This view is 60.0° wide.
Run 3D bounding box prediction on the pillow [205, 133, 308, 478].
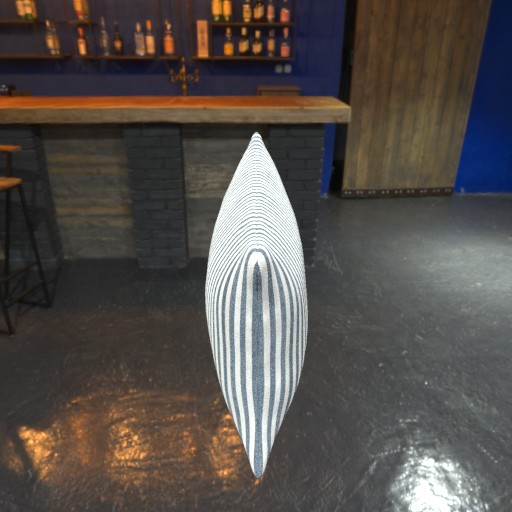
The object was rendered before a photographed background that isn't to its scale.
[{"bbox_3d":[0.000,0.000,0.732,0.151,0.295,0.617,0,26,0],"label":"pillow"}]
